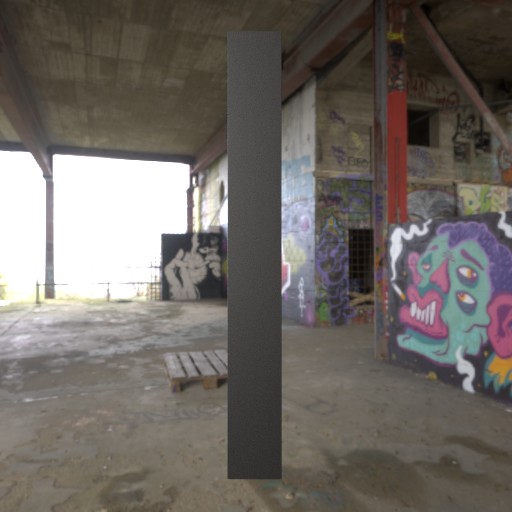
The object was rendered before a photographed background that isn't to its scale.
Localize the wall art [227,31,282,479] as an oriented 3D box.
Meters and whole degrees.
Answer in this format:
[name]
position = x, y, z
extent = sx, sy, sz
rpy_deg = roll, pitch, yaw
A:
[wall art]
position = 0.000, 0.000, 0.451
extent = 0.037, 0.303, 0.304
rpy_deg = 0, 0, 0
